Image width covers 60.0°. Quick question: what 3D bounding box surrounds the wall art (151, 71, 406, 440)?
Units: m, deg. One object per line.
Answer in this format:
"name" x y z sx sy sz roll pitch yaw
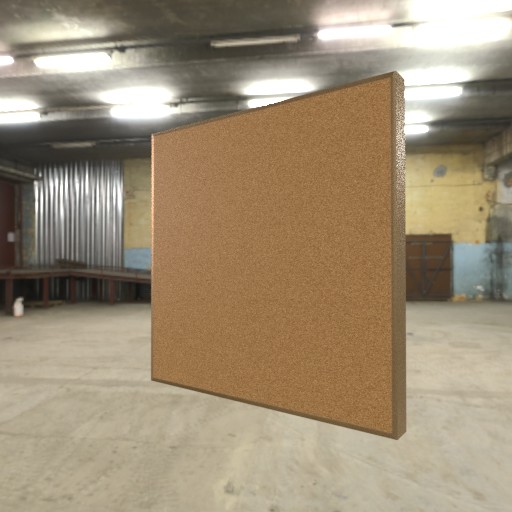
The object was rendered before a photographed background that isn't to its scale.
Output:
"wall art" 0.000 0.000 0.780 0.513 0.511 0.038 -1 -1 37
